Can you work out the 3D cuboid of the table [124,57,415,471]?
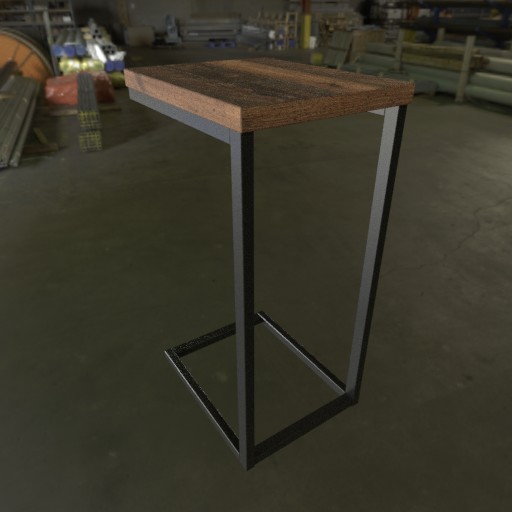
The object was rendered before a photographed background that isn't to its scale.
[{"bbox_3d":[0.000,0.000,0.940,0.323,0.718,0.414,-19,35,-29],"label":"table"}]
